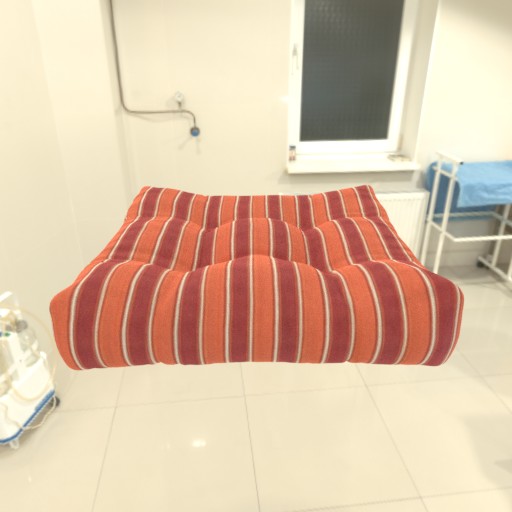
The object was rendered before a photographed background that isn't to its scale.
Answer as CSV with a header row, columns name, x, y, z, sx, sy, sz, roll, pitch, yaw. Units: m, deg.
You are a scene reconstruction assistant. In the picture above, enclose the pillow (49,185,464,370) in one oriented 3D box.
name,x,y,z,sx,sy,sz,roll,pitch,yaw
pillow,0.000,0.000,0.720,0.490,0.133,0.468,0,26,0
